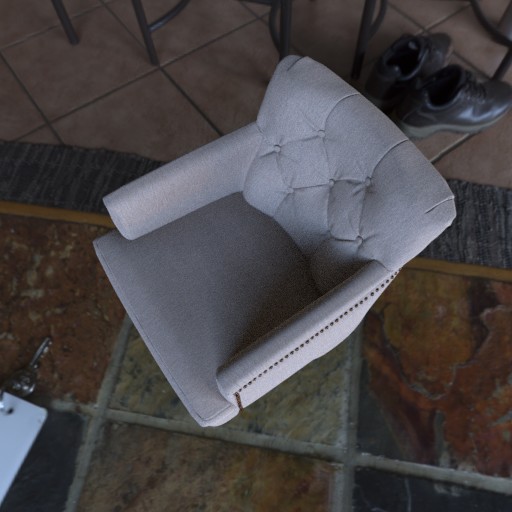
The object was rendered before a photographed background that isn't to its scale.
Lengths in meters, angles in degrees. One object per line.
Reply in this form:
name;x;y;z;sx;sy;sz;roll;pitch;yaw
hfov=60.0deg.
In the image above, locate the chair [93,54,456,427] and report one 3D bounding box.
chair;0.000;0.000;1.495;0.902;0.823;0.737;-32;68;-14
